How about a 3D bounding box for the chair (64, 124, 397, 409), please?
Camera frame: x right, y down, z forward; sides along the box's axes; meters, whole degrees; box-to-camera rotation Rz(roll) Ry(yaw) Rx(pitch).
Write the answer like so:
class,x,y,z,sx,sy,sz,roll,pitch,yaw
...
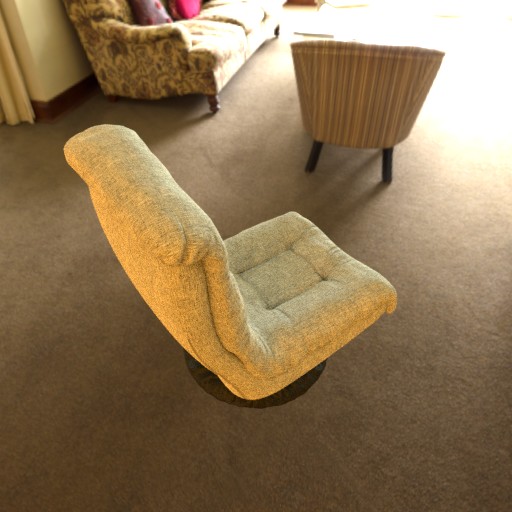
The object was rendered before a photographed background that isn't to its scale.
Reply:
class,x,y,z,sx,sy,sz,roll,pitch,yaw
chair,0.000,0.000,0.952,0.583,0.600,0.400,-24,47,-25
